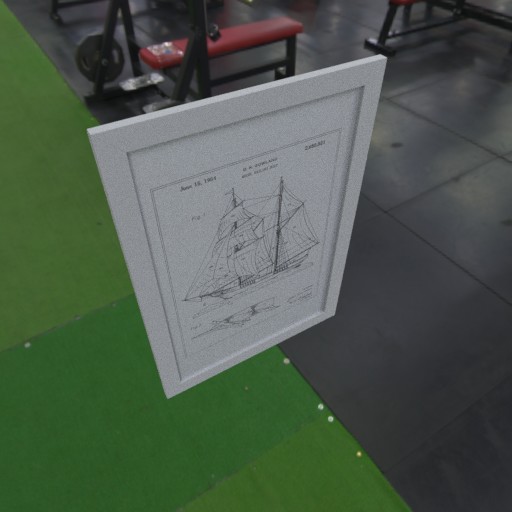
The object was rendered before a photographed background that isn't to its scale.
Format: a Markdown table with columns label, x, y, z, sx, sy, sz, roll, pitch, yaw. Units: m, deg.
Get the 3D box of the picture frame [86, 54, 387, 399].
| label | x | y | z | sx | sy | sz | roll | pitch | yaw |
| --- | --- | --- | --- | --- | --- | --- | --- | --- | --- |
| picture frame | 0.000 | 0.000 | 0.592 | 0.326 | 0.459 | 0.011 | -22 | 49 | -21 |
